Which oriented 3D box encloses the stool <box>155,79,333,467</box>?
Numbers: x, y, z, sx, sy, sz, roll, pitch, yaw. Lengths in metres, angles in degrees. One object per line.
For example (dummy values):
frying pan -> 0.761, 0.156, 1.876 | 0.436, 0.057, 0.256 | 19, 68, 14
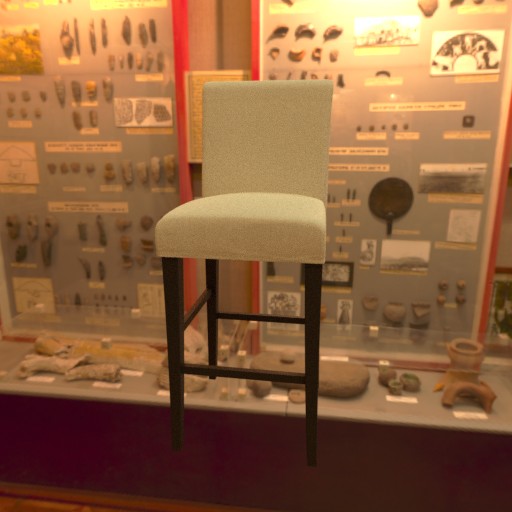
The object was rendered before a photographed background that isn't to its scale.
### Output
stool -> 0.000, 0.000, 1.447 | 0.452, 1.124, 0.597 | 2, 16, 9
